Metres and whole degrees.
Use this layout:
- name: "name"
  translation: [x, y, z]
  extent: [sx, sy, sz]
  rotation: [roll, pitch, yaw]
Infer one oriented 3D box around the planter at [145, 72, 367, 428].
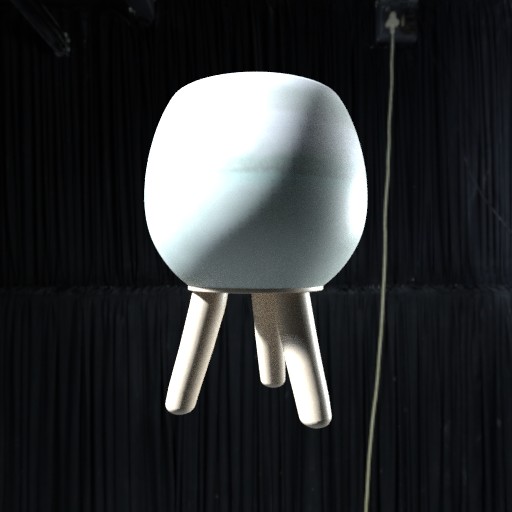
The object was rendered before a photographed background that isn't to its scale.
- name: "planter"
  translation: [0.000, 0.000, 0.330]
  extent: [0.161, 0.224, 0.161]
  rotation: [0, -1, 0]
